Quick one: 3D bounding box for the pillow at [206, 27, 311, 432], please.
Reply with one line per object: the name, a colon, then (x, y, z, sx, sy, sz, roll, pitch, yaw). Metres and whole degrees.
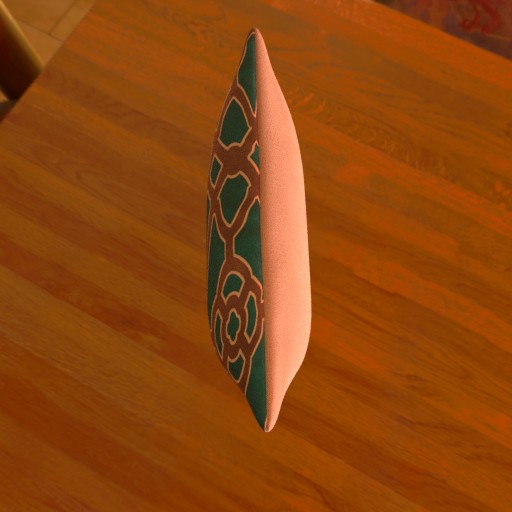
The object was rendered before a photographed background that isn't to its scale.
pillow: (0.000, 0.000, 0.785, 0.166, 0.507, 0.526, -2, 75, 0)
